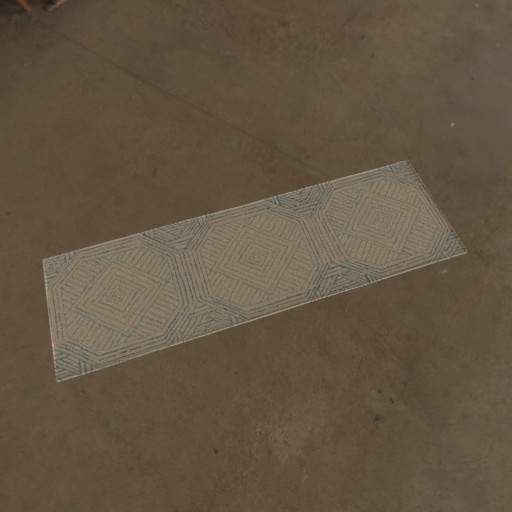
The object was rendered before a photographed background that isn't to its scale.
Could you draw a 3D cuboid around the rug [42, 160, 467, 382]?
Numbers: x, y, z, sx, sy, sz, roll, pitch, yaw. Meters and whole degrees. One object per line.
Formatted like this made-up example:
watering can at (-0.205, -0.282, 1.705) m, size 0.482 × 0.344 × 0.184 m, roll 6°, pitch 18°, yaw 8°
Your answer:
rug at (0.000, 0.000, 2.674) m, size 2.452 × 0.012 × 0.775 m, roll -16°, pitch 62°, yaw -9°
